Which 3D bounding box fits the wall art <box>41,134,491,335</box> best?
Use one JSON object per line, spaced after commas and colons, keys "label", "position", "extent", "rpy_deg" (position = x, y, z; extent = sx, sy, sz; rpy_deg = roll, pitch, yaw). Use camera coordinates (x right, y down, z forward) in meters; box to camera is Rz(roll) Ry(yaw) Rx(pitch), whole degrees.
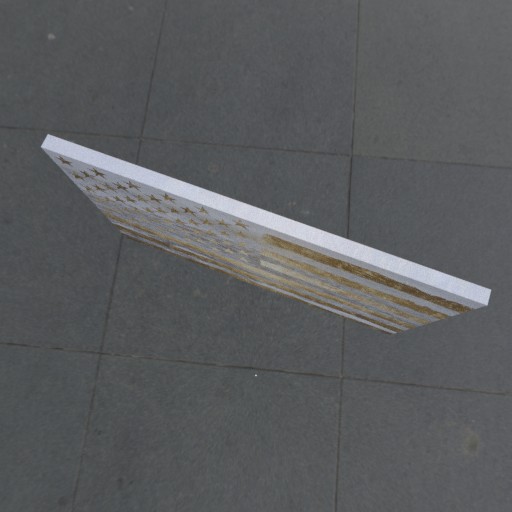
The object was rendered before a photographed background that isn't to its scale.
{"label": "wall art", "position": [0.000, 0.000, 1.438], "extent": [1.145, 0.762, 0.041], "rpy_deg": [20, 76, 5]}
